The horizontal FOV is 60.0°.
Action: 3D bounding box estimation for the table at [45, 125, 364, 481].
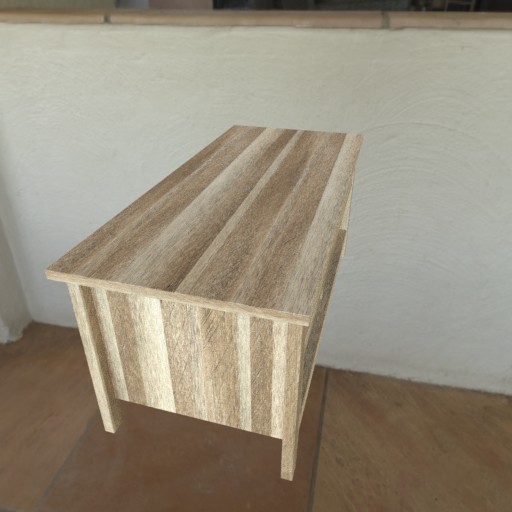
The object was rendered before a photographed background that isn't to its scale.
[{"bbox_3d":[0.000,0.000,1.330,0.493,0.480,1.095,8,32,14],"label":"table"}]
